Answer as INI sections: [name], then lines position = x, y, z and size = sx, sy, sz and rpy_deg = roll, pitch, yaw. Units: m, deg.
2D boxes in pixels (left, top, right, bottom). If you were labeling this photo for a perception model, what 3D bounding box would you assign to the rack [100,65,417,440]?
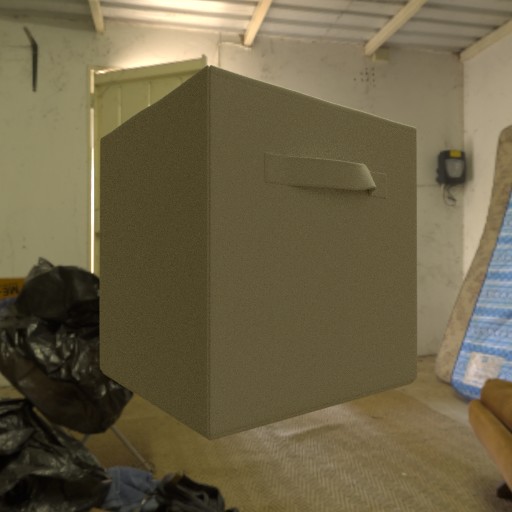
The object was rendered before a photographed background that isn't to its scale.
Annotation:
[rack]
position = 0.000, 0.000, 0.498
size = 0.270, 0.280, 0.270
rpy_deg = 0, -1, -37
